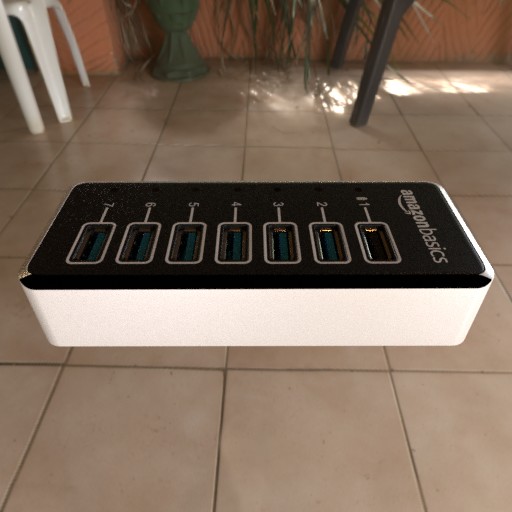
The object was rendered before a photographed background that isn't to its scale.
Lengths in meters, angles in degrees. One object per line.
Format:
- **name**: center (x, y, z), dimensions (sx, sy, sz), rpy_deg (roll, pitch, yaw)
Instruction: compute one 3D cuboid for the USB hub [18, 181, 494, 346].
- **USB hub**: center (0.000, 0.000, 0.123), dimensions (0.110, 0.023, 0.044), rpy_deg (0, 40, 0)
